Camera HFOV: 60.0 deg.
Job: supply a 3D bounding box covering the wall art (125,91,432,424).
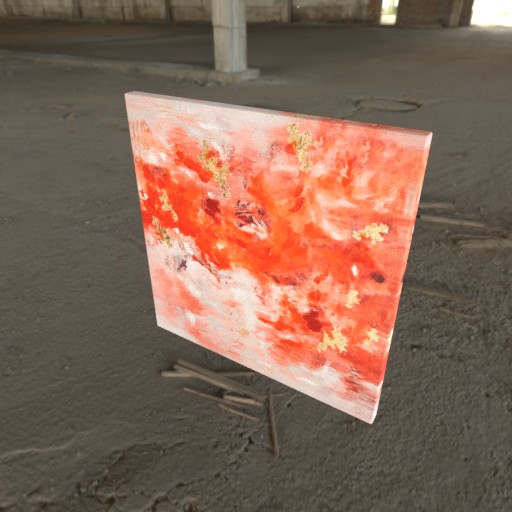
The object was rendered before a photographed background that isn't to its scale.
[{"bbox_3d":[0.000,0.000,1.152,0.747,0.746,0.064,18,35,28],"label":"wall art"}]
